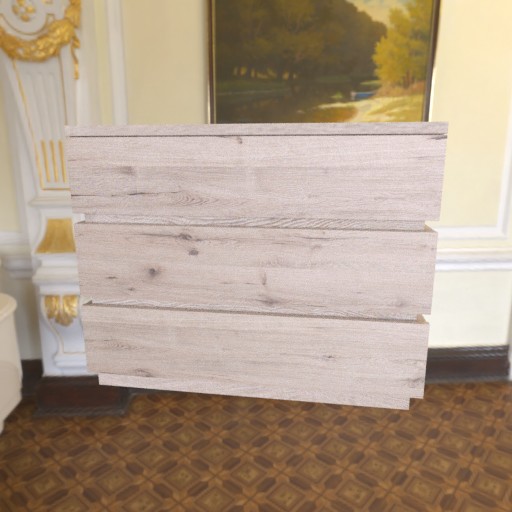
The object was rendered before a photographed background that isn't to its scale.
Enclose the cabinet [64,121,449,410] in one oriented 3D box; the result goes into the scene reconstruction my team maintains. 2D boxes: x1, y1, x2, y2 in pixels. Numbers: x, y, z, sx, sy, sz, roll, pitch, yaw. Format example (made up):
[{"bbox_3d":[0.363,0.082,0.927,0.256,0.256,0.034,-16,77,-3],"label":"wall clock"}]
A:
[{"bbox_3d":[0.000,0.000,1.478,1.040,0.820,0.420,2,13,9],"label":"cabinet"}]
